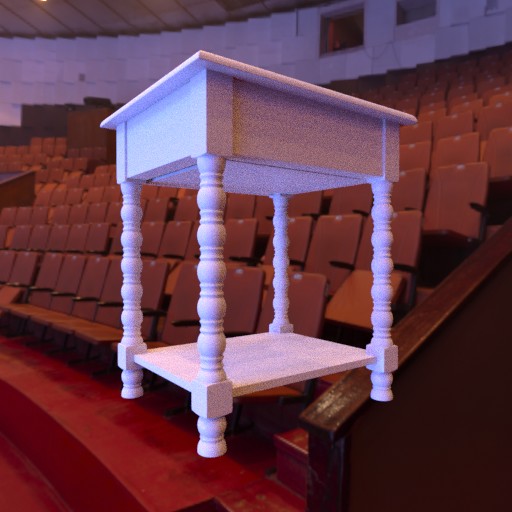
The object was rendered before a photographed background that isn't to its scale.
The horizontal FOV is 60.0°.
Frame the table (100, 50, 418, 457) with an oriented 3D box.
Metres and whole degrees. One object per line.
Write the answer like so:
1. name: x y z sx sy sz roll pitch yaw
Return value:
1. table: 0.000 0.000 0.835 0.460 0.531 0.381 -1 1 -37
